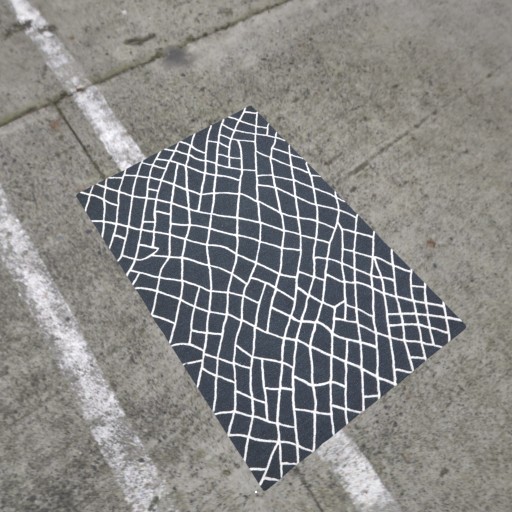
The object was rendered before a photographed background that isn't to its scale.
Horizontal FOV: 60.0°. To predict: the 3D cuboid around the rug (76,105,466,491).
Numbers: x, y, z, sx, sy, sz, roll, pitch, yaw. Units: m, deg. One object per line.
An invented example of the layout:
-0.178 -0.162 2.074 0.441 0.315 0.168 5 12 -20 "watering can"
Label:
0.000 0.000 2.333 1.223 0.013 1.830 -32 67 -16 "rug"
